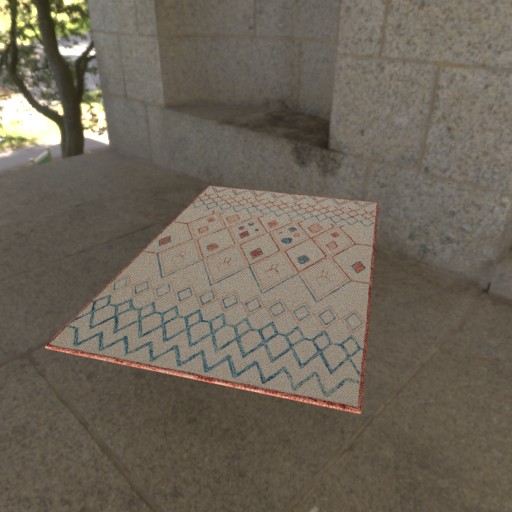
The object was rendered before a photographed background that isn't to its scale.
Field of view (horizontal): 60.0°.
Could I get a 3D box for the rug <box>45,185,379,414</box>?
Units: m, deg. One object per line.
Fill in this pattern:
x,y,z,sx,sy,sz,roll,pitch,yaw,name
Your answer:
0.000,0.000,2.362,1.219,0.016,1.829,8,31,13,rug
